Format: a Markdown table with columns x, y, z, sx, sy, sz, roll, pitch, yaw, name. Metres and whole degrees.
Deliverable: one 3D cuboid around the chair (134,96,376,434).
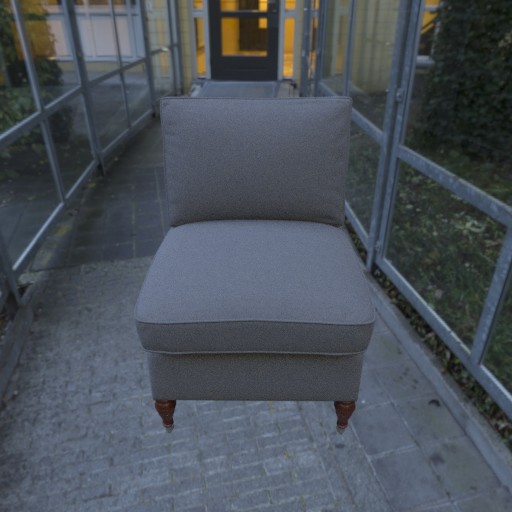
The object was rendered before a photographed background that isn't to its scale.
| x | y | z | sx | sy | sz | roll | pitch | yaw | name |
| --- | --- | --- | --- | --- | --- | --- | --- | --- | --- |
| 0.000 | 0.000 | 1.652 | 0.724 | 1.045 | 0.924 | 0 | 30 | 0 | chair |
